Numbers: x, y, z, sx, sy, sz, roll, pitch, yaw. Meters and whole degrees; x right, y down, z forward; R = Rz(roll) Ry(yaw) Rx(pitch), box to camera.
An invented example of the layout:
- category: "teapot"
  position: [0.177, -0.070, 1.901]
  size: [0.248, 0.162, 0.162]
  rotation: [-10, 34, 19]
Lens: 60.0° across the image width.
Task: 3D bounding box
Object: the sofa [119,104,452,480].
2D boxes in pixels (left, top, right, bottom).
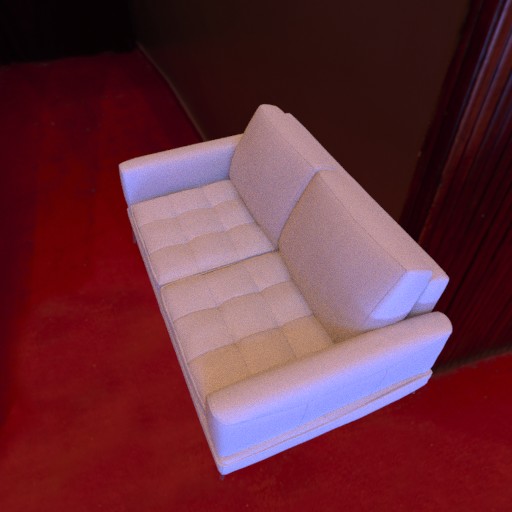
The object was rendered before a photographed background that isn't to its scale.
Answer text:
- category: "sofa"
  position: [0.000, 0.000, 2.369]
  size: [1.121, 0.930, 1.819]
  rotation: [-17, 49, -16]
